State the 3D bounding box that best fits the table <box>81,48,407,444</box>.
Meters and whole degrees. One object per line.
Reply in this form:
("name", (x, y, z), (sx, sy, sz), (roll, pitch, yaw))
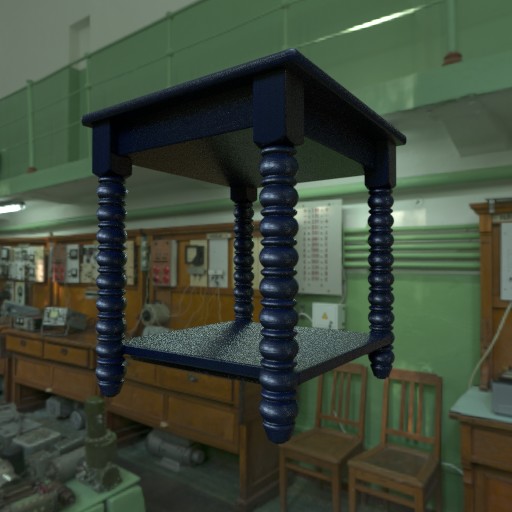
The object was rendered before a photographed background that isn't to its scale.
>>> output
("table", (0.000, 0.000, 0.967), (0.500, 0.567, 0.533), (-1, -1, 35))
